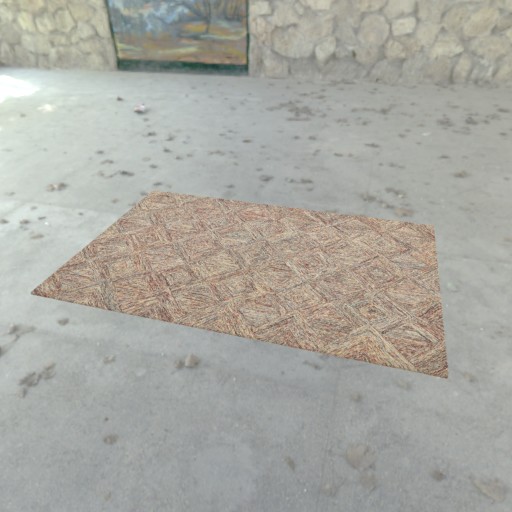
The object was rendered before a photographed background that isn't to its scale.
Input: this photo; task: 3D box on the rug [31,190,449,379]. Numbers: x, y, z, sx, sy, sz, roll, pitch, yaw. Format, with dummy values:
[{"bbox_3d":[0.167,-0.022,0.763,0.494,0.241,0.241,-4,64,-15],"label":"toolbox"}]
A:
[{"bbox_3d":[0.000,0.000,2.920,2.285,0.019,1.523,9,33,14],"label":"rug"}]
